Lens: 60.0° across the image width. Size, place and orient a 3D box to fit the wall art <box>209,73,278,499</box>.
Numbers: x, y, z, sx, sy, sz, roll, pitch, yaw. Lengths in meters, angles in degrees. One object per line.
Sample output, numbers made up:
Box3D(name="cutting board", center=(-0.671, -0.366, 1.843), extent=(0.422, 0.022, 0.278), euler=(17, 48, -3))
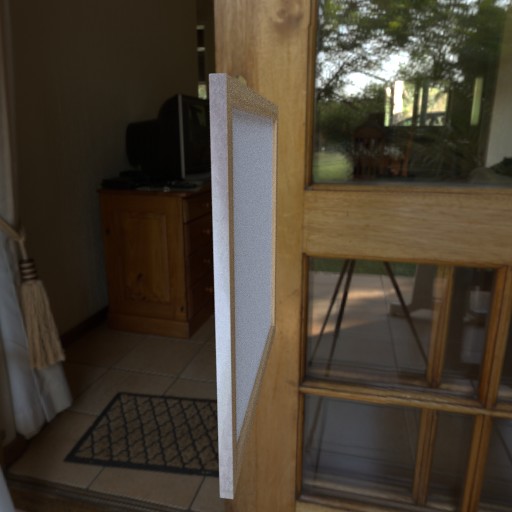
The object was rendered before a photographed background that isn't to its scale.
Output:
Box3D(name="wall art", center=(0.000, 0.000, 1.116), extent=(0.027, 0.762, 0.762), euler=(2, 15, 8))
